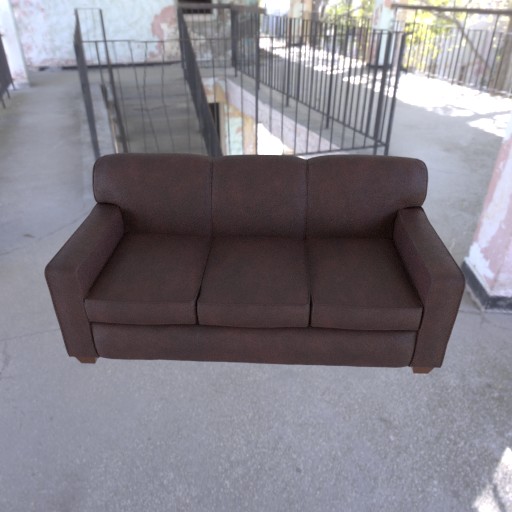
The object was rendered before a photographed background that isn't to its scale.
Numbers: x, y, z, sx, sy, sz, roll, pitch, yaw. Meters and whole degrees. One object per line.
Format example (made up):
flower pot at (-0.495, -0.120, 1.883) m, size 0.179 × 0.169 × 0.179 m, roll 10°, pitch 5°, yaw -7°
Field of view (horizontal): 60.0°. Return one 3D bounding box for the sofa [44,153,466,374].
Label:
sofa at (0.000, 0.000, 2.561) m, size 2.039 × 0.953 × 1.008 m, roll 1°, pitch 31°, yaw 2°
